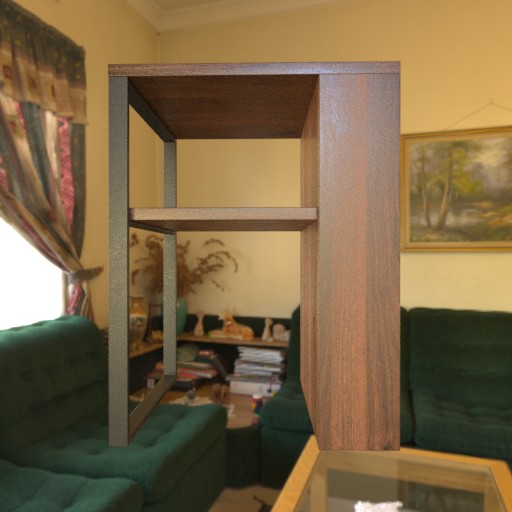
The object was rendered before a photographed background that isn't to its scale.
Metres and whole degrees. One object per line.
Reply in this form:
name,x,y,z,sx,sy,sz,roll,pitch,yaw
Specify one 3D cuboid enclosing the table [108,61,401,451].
table,0.000,0.000,1.520,0.786,1.041,0.660,0,0,1
